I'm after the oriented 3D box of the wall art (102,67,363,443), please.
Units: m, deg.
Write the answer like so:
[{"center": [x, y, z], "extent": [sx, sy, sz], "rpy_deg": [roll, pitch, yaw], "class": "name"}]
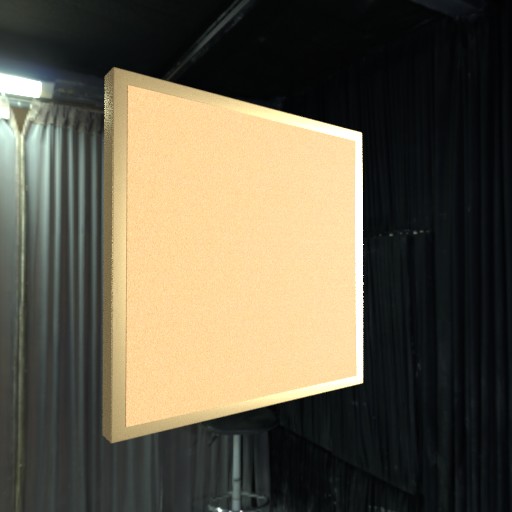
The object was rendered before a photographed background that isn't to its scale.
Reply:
[{"center": [0.000, 0.000, 0.458], "extent": [0.305, 0.305, 0.023], "rpy_deg": [1, -1, -36], "class": "wall art"}]
